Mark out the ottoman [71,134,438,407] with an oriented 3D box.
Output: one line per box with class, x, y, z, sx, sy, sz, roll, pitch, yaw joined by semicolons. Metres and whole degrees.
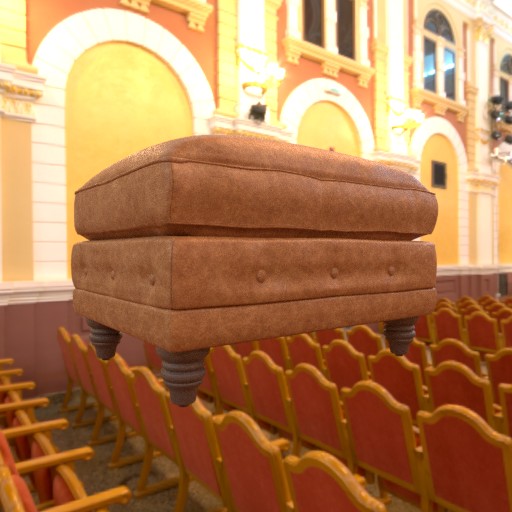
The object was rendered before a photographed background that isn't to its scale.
ottoman;0.000;0.000;1.049;0.710;0.480;0.533;0;1;-37
